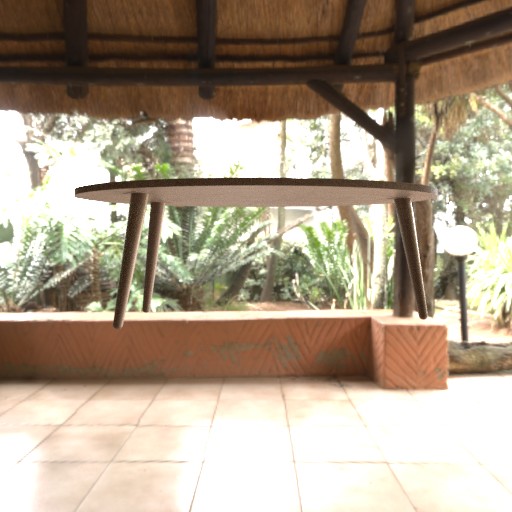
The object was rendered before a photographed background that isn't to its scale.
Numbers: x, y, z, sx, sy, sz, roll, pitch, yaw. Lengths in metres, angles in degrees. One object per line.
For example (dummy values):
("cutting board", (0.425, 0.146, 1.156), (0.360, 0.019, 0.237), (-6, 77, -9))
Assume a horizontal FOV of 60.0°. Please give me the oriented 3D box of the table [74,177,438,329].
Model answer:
("table", (0.000, 0.000, 1.350), (1.083, 0.390, 0.542), (0, 1, 0))
